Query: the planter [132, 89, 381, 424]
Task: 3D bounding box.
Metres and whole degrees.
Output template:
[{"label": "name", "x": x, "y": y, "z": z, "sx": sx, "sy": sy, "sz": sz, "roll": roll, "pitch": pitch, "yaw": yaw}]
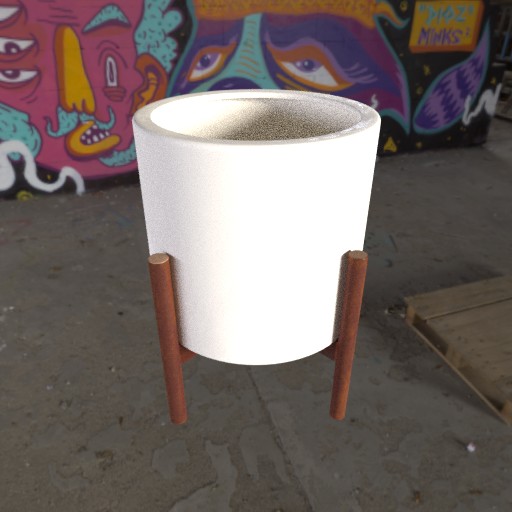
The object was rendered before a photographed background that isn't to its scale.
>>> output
[{"label": "planter", "x": 0.000, "y": 0.000, "z": 0.912, "sx": 0.420, "sy": 0.581, "sz": 0.421, "roll": 1, "pitch": 30, "yaw": 1}]
